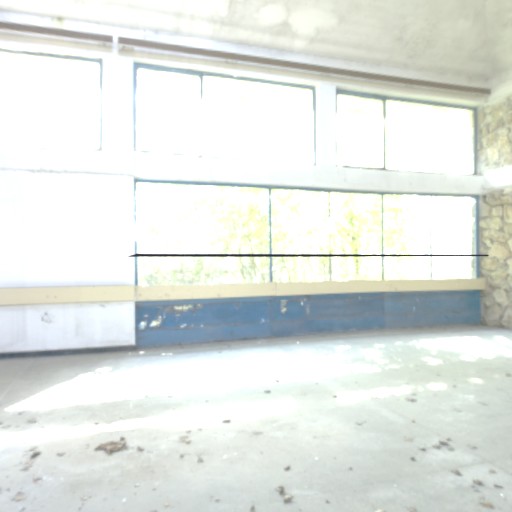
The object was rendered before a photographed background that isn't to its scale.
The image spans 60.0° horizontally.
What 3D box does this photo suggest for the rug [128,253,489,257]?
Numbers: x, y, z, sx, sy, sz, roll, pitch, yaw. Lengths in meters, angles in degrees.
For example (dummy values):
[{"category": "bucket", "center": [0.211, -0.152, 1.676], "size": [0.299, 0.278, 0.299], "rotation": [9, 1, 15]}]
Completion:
[{"category": "rug", "center": [0.000, 0.000, 3.753], "size": [2.053, 0.011, 2.940], "rotation": [0, 0, -17]}]
